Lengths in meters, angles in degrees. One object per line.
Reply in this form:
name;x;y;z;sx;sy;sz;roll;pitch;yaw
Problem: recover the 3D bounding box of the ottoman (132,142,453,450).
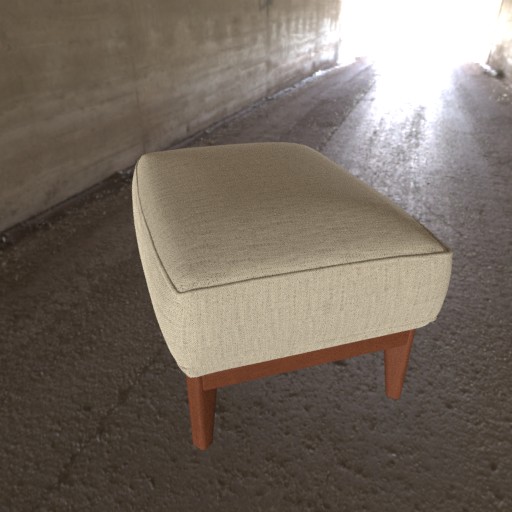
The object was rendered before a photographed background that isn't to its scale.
ottoman;0.000;0.000;1.180;0.594;0.465;0.794;-9;31;-15
